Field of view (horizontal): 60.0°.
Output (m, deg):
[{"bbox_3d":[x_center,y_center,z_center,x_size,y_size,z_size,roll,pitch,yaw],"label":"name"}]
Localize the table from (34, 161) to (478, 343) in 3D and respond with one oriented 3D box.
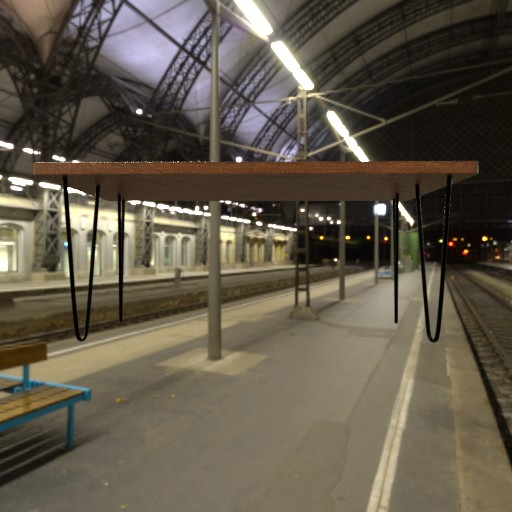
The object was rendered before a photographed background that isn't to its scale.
[{"bbox_3d":[0.000,0.000,2.207,1.791,0.753,0.883,0,0,1],"label":"table"}]
